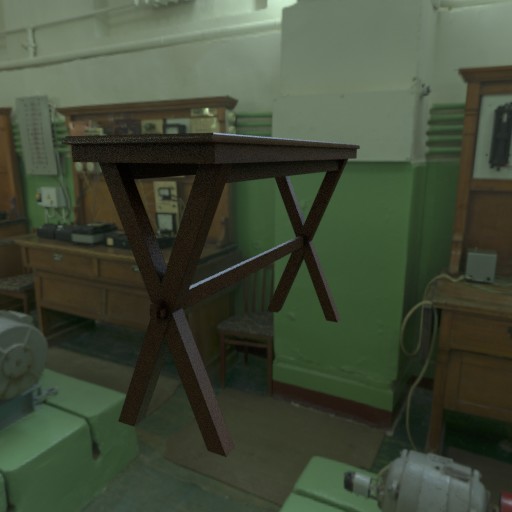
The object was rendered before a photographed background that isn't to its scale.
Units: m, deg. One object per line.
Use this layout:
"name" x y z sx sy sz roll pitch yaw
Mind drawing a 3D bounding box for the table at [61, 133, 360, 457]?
"table" 0.000 0.000 1.527 0.399 0.763 1.197 6 14 25
